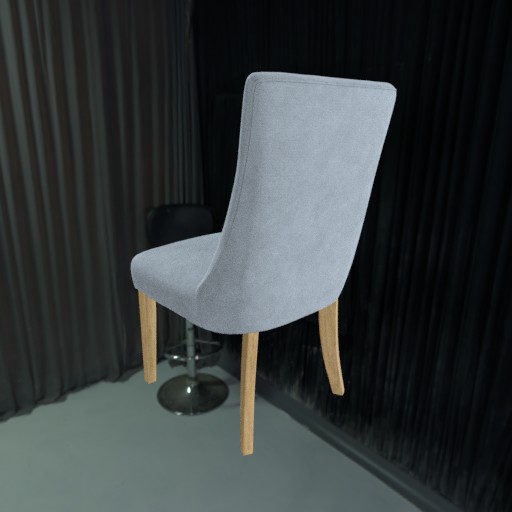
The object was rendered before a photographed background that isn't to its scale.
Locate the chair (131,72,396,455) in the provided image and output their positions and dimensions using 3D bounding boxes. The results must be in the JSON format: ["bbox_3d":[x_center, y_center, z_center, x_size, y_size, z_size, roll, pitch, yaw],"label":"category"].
[{"bbox_3d":[0.000,0.000,1.248,0.495,0.902,0.610,-15,23,-40],"label":"chair"}]
